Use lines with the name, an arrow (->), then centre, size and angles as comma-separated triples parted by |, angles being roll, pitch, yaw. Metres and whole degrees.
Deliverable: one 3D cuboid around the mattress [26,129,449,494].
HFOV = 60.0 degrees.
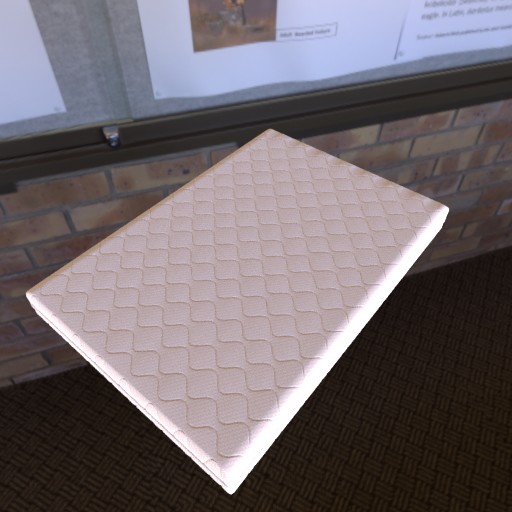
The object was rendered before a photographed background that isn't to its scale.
mattress -> 0.000, 0.000, 2.512 | 1.400, 0.200, 2.000 | 31, 55, 26
